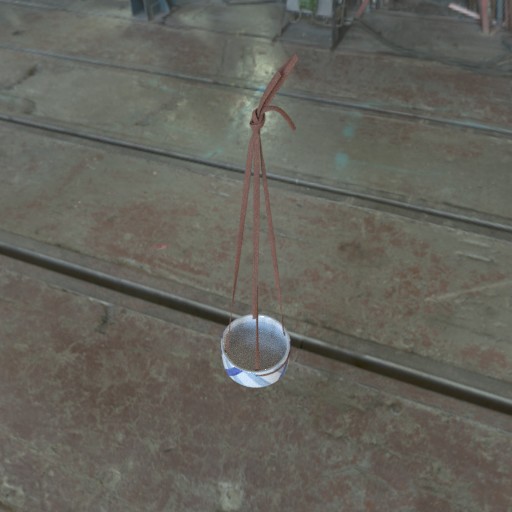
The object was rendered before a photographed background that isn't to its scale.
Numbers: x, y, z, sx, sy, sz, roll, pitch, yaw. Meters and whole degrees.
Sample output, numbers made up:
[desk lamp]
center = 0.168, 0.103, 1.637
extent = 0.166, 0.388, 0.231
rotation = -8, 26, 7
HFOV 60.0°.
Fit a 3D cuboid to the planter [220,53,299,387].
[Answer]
[planter]
center = 0.000, 0.000, 0.821
extent = 0.166, 0.751, 0.166
rotation = -19, 49, -17
